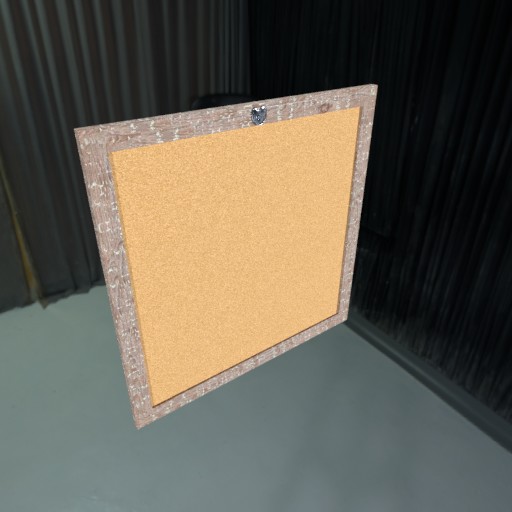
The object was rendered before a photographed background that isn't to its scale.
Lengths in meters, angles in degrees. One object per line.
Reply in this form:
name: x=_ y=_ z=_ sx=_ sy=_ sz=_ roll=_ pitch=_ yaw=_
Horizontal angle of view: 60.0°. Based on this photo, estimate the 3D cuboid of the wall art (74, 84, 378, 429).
wall art: x=0.000 y=0.000 z=0.577 sx=0.384 sy=0.384 sz=0.012 roll=-20 pitch=36 yaw=-31
